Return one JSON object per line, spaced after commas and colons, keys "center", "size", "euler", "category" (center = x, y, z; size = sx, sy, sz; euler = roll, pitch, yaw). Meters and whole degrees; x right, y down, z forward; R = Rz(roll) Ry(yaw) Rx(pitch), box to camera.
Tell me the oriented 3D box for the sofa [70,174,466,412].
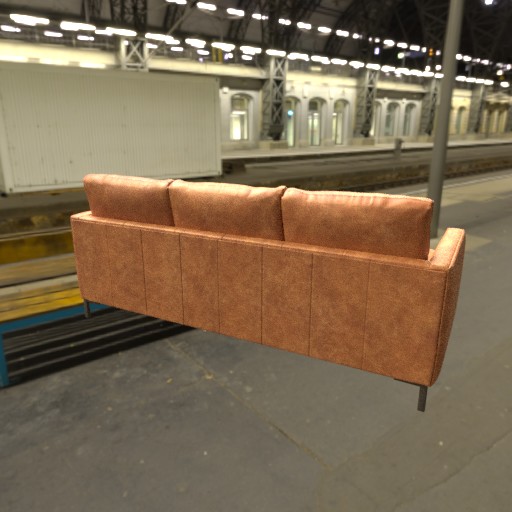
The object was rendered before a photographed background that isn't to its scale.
{"center": [0.000, 0.000, 2.412], "size": [2.029, 0.863, 0.748], "euler": [9, 19, 27], "category": "sofa"}
